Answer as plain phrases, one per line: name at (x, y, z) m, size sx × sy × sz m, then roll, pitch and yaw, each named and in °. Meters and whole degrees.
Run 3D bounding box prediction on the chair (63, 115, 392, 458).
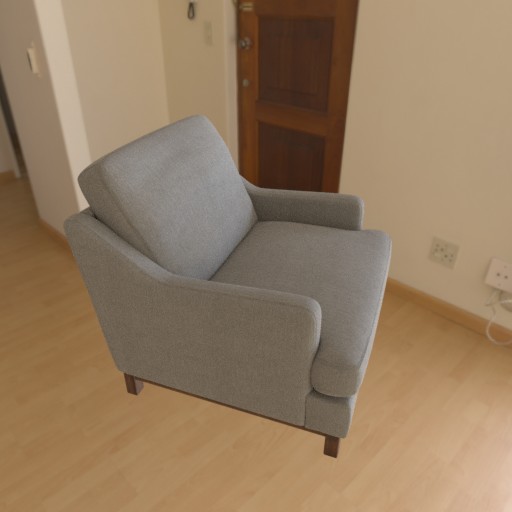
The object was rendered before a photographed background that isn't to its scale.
chair at (0.000, 0.000, 1.560) m, size 0.892 × 0.821 × 0.826 m, roll 11°, pitch 32°, yaw 18°
